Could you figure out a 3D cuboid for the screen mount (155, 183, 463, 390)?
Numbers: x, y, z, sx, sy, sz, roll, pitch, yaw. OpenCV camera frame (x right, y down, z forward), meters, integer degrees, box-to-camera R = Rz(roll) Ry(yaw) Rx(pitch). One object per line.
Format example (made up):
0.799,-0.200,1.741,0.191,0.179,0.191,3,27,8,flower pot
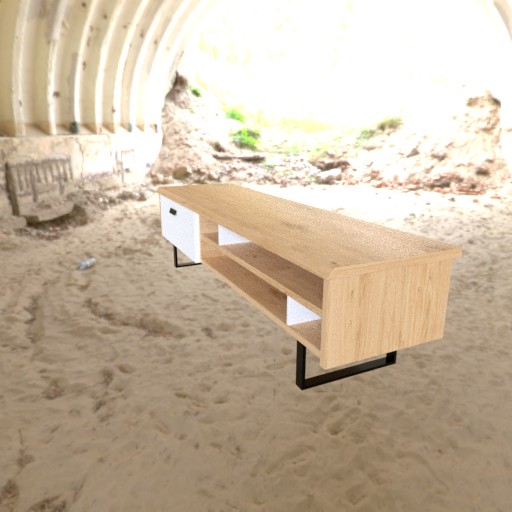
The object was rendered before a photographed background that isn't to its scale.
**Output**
0.000,0.000,1.925,0.450,0.430,1.700,-8,18,-25,screen mount
